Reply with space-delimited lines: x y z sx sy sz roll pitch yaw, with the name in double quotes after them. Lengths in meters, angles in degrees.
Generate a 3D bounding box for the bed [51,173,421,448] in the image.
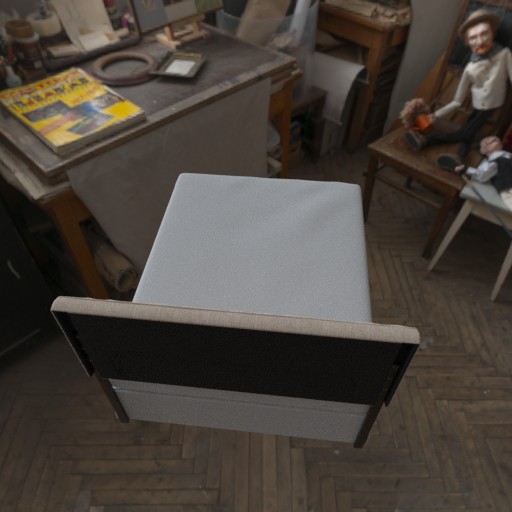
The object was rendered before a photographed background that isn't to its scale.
0.000 0.000 2.991 1.643 1.270 1.978 5 47 4 "bed"
